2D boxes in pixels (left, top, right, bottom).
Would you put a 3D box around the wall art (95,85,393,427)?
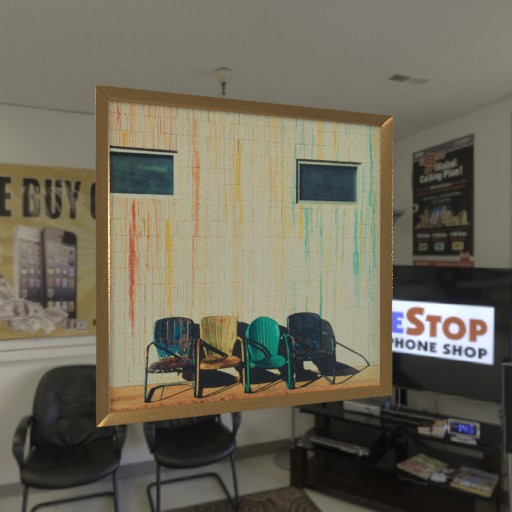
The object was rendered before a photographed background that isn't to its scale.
[{"bbox_3d":[0.000,0.000,0.745,0.505,0.505,0.037,0,1,-17],"label":"wall art"}]
